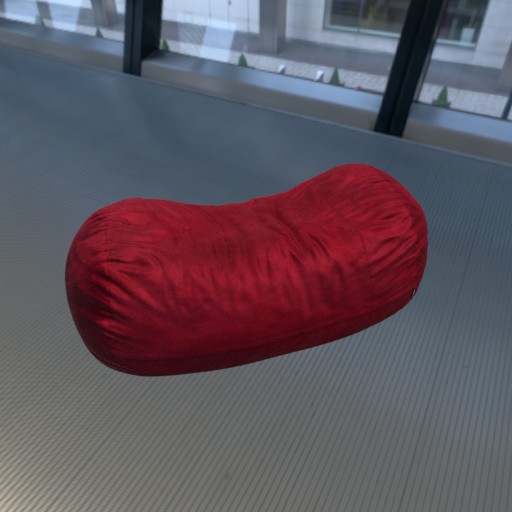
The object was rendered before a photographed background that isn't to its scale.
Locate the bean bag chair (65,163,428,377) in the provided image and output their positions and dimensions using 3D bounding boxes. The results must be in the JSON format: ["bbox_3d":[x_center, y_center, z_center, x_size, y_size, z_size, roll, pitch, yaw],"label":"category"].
[{"bbox_3d":[0.000,0.000,2.823,2.293,0.867,1.216,-11,42,-13],"label":"bean bag chair"}]
